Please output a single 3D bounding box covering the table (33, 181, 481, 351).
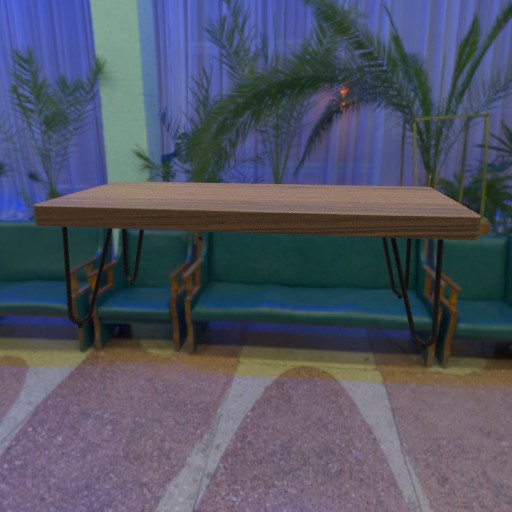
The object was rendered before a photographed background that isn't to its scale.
[{"bbox_3d":[0.000,0.000,1.695,1.375,0.468,0.637,2,17,8],"label":"table"}]
